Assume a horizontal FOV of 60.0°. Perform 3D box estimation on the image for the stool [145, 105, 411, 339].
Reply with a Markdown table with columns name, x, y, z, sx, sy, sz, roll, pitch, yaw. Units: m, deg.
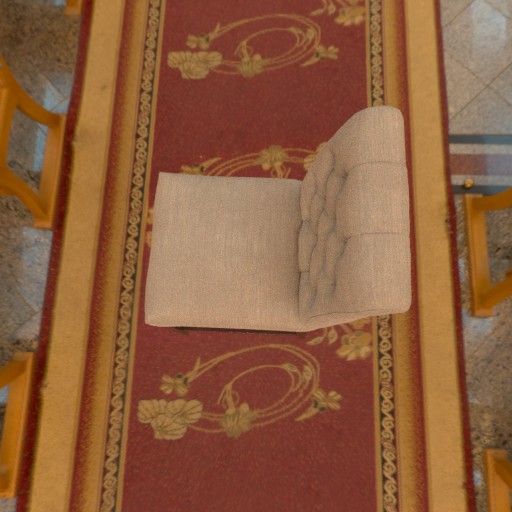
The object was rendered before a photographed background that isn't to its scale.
| name | x | y | z | sx | sy | sz | roll | pitch | yaw |
| --- | --- | --- | --- | --- | --- | --- | --- | --- | --- |
| stool | 0.000 | 0.000 | 1.450 | 0.660 | 1.084 | 0.486 | 2 | 76 | 1 |
